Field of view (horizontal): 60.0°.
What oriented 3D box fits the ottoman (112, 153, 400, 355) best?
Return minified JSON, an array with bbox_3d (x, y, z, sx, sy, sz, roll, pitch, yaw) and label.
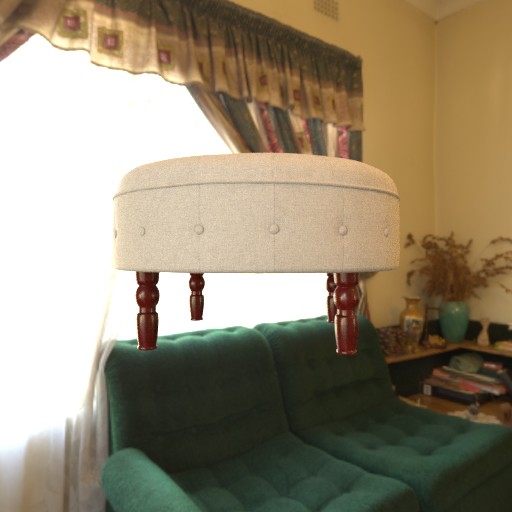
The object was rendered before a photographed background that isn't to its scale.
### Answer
[{"bbox_3d":[0.000,0.000,1.373,0.849,0.478,0.849,0,0,0],"label":"ottoman"}]
